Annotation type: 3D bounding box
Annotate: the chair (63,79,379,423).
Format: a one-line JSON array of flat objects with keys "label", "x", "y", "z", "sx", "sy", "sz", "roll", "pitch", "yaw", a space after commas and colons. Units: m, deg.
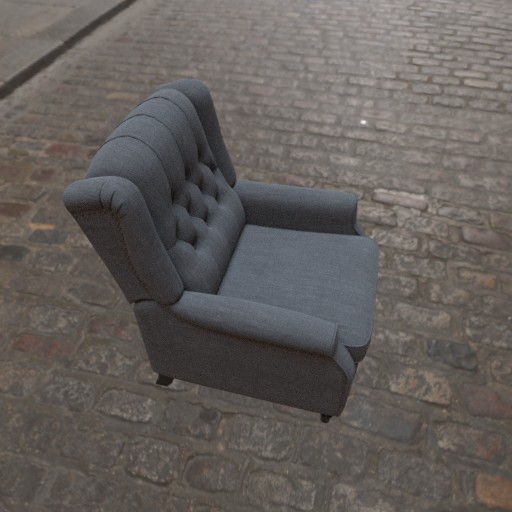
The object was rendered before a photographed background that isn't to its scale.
[{"label": "chair", "x": 0.000, "y": 0.000, "z": 1.617, "sx": 0.898, "sy": 1.035, "sz": 0.742, "roll": 10, "pitch": 47, "yaw": 10}]
